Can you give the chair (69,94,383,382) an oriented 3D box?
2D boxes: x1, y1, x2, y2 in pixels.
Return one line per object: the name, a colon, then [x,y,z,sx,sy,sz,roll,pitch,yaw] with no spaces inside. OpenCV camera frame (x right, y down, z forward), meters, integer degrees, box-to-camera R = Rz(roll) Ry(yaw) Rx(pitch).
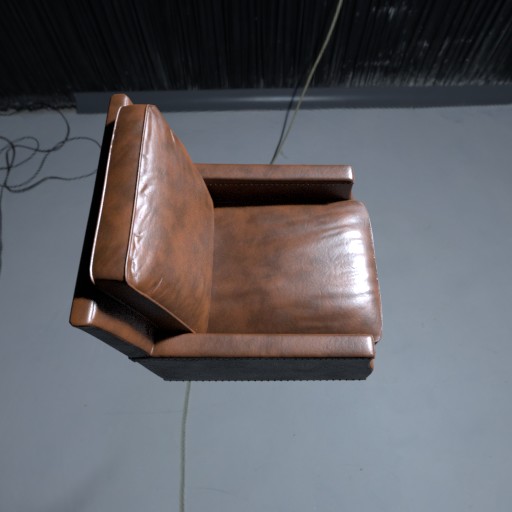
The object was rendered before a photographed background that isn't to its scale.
chair: [0.000,0.000,1.791,1.035,1.054,0.854,0,64,0]
